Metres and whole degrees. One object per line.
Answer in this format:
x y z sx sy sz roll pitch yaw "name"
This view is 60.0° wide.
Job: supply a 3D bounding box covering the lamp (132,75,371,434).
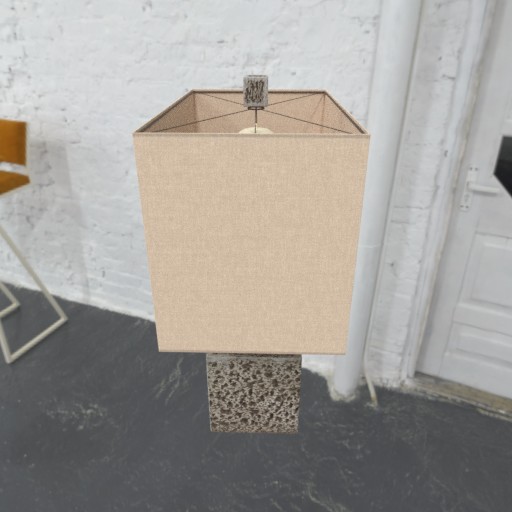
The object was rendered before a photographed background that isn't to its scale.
0.000 0.000 0.544 0.180 0.411 0.294 1 27 1 "lamp"
